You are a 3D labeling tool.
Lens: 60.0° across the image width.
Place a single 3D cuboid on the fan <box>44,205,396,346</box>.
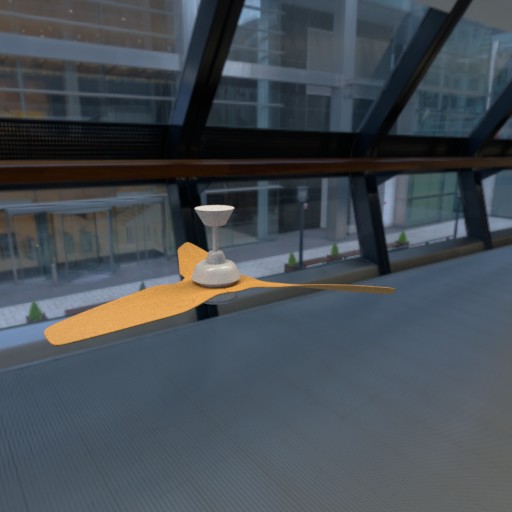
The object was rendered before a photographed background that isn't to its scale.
[{"bbox_3d":[0.000,0.000,1.646,1.010,0.355,1.142,2,15,8],"label":"fan"}]
